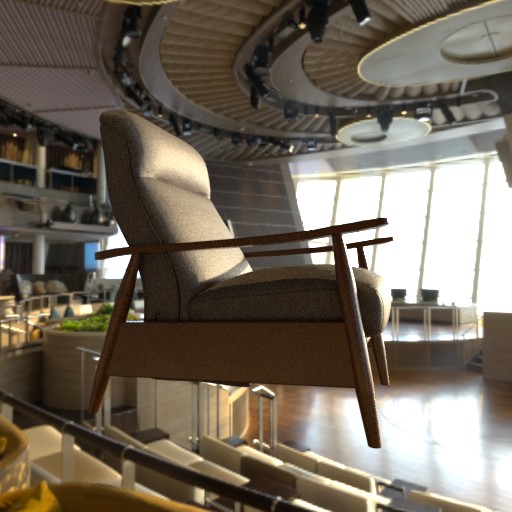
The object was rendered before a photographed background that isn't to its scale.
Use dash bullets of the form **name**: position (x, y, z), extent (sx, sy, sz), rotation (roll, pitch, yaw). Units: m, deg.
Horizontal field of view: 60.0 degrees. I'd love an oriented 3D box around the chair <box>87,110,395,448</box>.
- **chair**: position (0.000, 0.000, 1.718), extent (1.014, 1.081, 0.762), rotation (-1, -2, 18)
